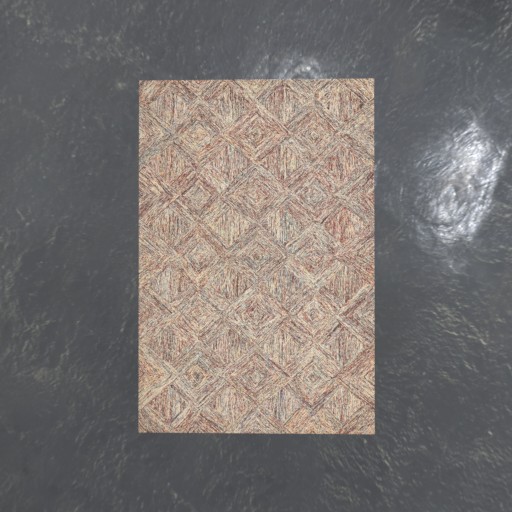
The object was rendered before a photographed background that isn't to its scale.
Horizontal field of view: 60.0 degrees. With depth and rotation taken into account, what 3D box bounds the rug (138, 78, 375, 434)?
[{"bbox_3d":[0.000,0.000,2.864,1.523,0.019,2.285,0,90,1],"label":"rug"}]
